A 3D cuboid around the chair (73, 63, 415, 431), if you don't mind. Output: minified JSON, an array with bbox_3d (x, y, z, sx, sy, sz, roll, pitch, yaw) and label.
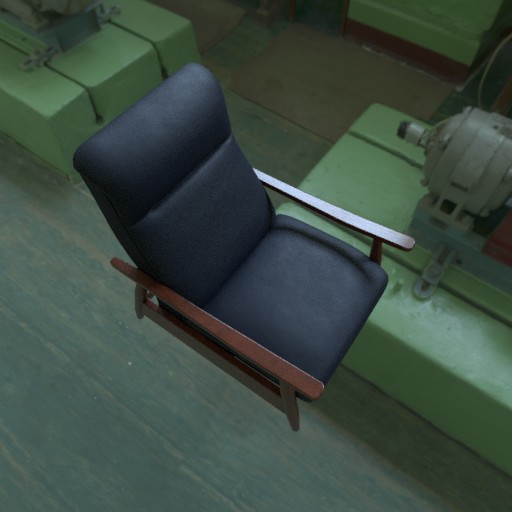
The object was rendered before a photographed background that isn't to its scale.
[{"bbox_3d":[0.000,0.000,1.802,1.014,1.082,0.762,31,62,18],"label":"chair"}]
